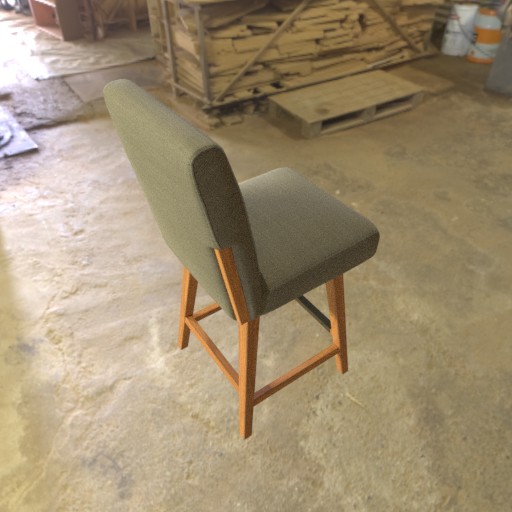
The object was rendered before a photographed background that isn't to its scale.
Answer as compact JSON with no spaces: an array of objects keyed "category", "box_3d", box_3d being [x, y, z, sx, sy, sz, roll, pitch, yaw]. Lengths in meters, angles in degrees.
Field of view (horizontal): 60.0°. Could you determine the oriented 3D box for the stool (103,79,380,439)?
[{"category":"stool","box_3d":[0.000,0.000,1.306,0.570,1.019,0.459,-24,46,-26]}]
